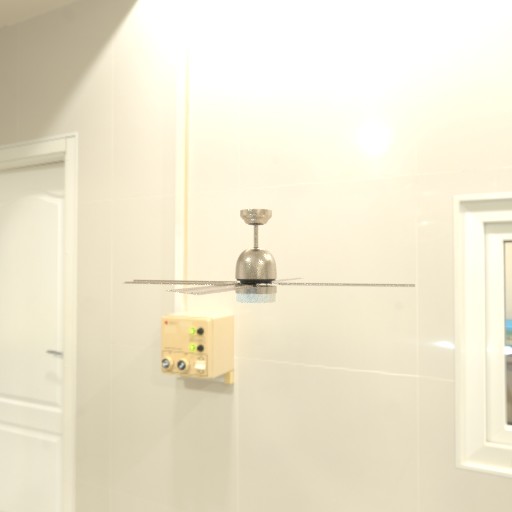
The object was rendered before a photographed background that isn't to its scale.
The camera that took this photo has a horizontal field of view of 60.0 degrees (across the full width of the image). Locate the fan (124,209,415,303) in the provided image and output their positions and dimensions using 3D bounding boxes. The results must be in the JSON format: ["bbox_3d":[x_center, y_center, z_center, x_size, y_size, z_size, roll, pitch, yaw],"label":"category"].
[{"bbox_3d":[0.000,0.000,1.991,1.346,0.406,1.346,0,-1,18],"label":"fan"}]
